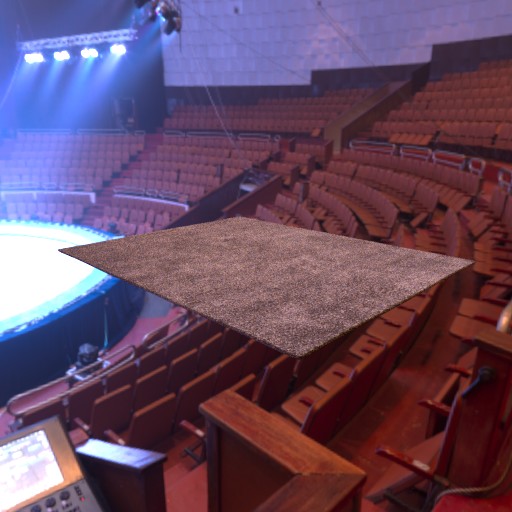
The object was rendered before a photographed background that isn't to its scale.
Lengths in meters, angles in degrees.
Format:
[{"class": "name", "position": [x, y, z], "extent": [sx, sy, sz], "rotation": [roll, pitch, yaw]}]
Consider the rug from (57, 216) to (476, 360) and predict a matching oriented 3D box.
[{"class": "rug", "position": [0.000, 0.000, 4.046], "extent": [3.000, 0.025, 2.401], "rotation": [15, 21, 43]}]
